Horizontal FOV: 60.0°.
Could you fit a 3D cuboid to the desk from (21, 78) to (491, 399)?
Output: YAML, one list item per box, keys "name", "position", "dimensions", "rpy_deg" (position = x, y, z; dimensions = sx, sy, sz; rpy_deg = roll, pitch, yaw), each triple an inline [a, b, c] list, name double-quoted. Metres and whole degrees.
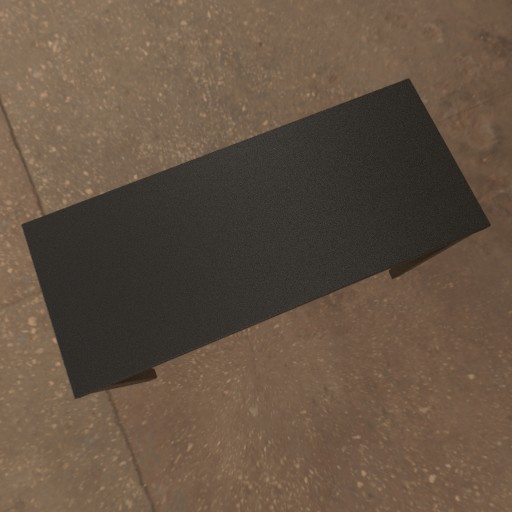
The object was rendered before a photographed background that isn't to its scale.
- name: "desk"
  position: [0.000, 0.000, 1.619]
  dimensions: [1.220, 0.775, 0.508]
  rpy_deg: [-22, 78, -5]
